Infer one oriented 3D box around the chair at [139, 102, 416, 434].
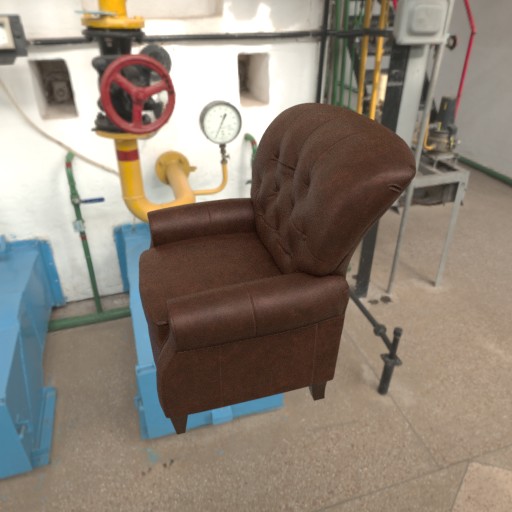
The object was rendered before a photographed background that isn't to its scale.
[{"bbox_3d":[0.000,0.000,1.959,1.031,1.162,0.979,-9,32,-14],"label":"chair"}]
